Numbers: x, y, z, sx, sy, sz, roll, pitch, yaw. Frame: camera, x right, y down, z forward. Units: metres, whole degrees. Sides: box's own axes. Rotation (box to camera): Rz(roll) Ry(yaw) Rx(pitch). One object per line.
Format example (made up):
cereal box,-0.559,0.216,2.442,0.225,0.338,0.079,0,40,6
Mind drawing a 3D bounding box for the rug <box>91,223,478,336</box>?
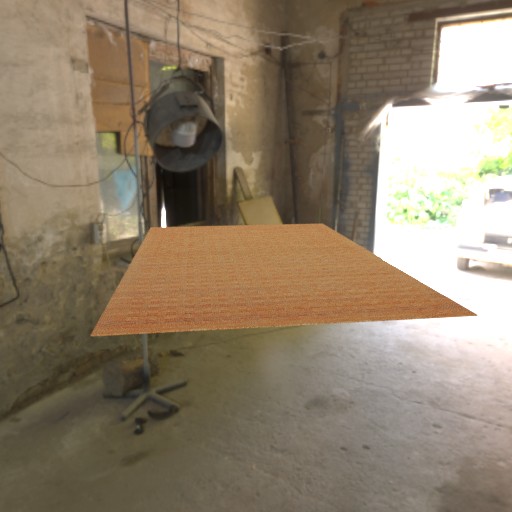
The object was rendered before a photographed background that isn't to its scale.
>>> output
rug,0.000,0.000,2.815,1.524,0.006,2.285,-2,14,-7
